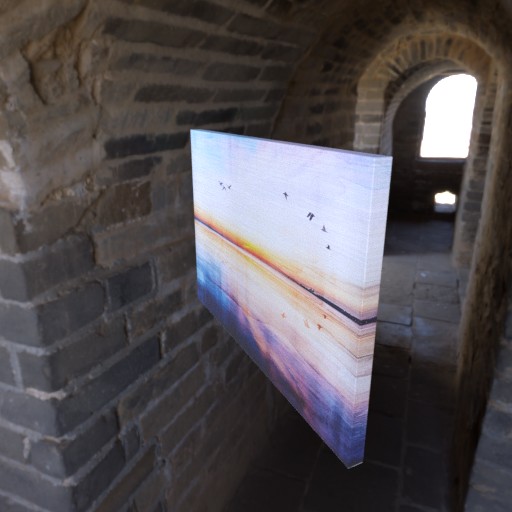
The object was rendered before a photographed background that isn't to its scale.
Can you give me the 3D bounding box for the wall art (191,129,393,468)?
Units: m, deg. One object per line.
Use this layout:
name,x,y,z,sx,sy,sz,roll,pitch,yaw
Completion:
wall art,0.000,0.000,1.175,0.037,0.605,0.911,-9,21,-24
